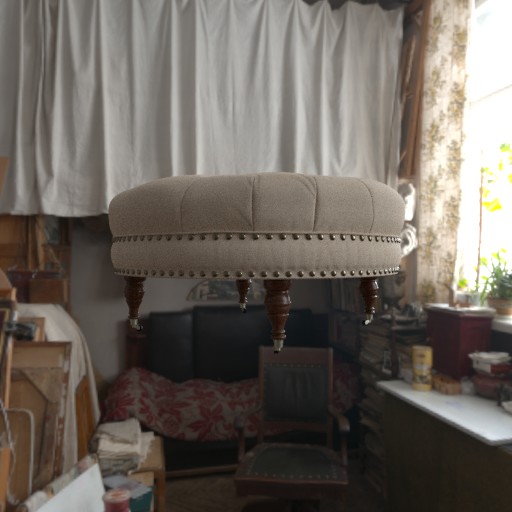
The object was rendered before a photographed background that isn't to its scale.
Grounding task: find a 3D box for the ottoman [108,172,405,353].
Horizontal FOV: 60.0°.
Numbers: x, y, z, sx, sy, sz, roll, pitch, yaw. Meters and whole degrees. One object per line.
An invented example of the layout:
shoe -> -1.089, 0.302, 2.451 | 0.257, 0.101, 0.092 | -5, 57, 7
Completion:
ottoman -> 0.000, 0.000, 1.472 | 0.940, 0.483, 0.940 | 0, 0, 0
